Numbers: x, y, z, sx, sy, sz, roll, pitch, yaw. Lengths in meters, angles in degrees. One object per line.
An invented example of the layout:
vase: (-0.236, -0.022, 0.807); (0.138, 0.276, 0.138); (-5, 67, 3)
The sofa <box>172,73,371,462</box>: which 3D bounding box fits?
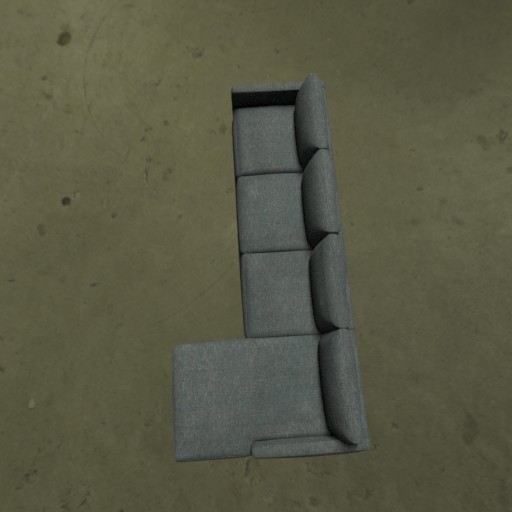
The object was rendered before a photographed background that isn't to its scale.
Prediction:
sofa: (0.000, 0.000, 3.492); (1.350, 0.810, 2.932); (-3, 74, -1)
